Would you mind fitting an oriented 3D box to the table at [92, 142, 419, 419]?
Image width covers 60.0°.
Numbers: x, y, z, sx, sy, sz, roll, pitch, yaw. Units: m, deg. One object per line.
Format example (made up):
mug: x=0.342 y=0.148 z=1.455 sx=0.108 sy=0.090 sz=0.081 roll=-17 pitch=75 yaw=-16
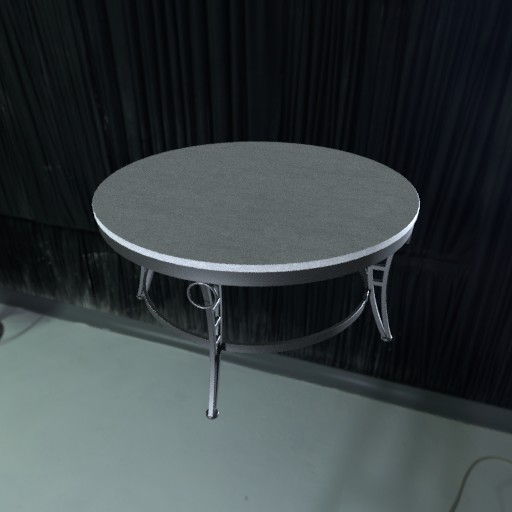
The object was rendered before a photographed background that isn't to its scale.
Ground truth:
table: x=0.000 y=0.000 z=1.381 sx=0.889 sy=0.470 sz=0.889 roll=0 pitch=30 yaw=0
